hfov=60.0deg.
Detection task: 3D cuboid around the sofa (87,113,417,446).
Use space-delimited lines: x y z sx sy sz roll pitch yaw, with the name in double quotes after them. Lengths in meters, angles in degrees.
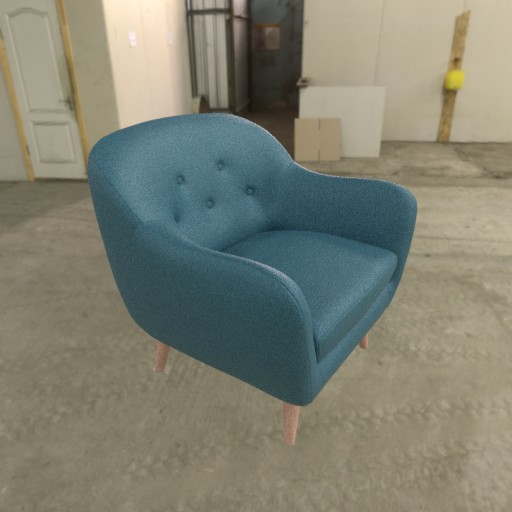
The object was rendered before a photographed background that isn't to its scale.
0.000 0.000 1.484 0.825 0.817 0.836 18 32 31 "sofa"
